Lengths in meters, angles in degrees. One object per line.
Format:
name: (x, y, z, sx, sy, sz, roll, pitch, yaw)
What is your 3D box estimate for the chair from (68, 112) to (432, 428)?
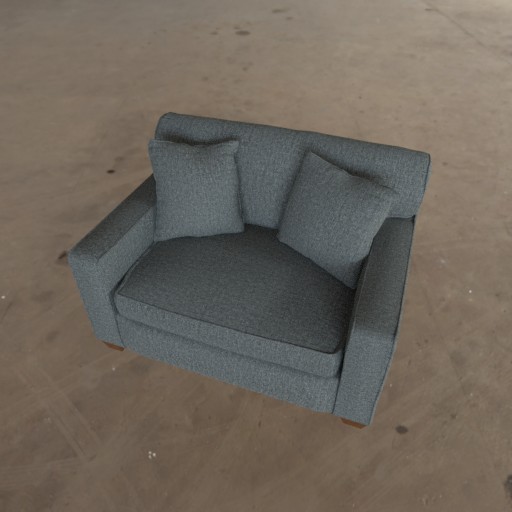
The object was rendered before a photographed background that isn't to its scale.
chair: (0.000, 0.000, 2.123, 1.383, 0.948, 1.000, 13, 42, 15)
